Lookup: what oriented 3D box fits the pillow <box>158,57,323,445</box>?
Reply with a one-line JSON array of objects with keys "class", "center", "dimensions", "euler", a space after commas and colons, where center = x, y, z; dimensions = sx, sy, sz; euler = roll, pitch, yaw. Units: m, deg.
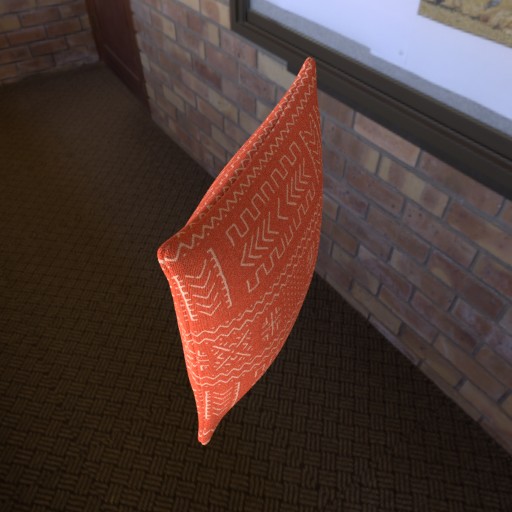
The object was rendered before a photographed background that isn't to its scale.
[{"class": "pillow", "center": [0.000, 0.000, 0.667], "dimensions": [0.164, 0.429, 0.438], "euler": [17, 49, 15]}]
